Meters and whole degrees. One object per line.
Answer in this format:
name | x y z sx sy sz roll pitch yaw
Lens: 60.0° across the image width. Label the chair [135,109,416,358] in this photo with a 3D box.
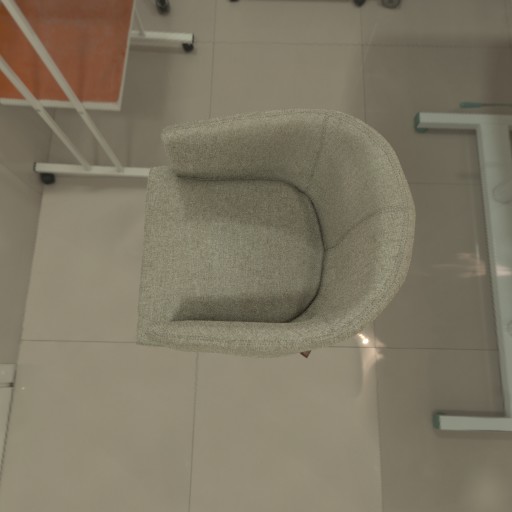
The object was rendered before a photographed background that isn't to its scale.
chair | 0.000 0.000 1.289 0.655 0.811 0.583 1 76 0
